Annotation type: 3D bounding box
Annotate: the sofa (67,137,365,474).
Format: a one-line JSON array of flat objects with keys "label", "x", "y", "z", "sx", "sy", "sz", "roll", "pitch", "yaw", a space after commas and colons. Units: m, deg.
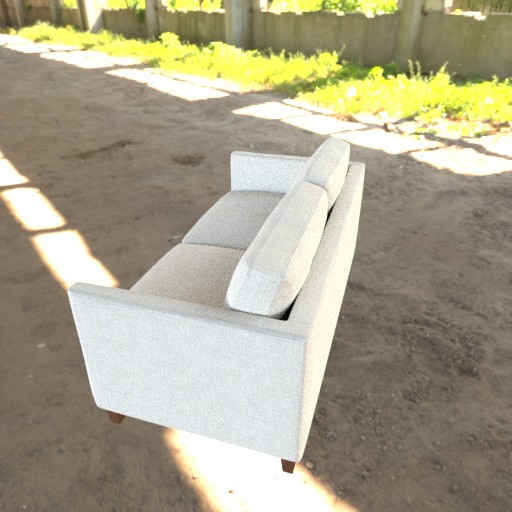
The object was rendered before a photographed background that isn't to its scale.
[{"label": "sofa", "x": 0.000, "y": 0.000, "z": 2.408, "sx": 0.950, "sy": 0.963, "sz": 1.838, "roll": 9, "pitch": 31, "yaw": 15}]
